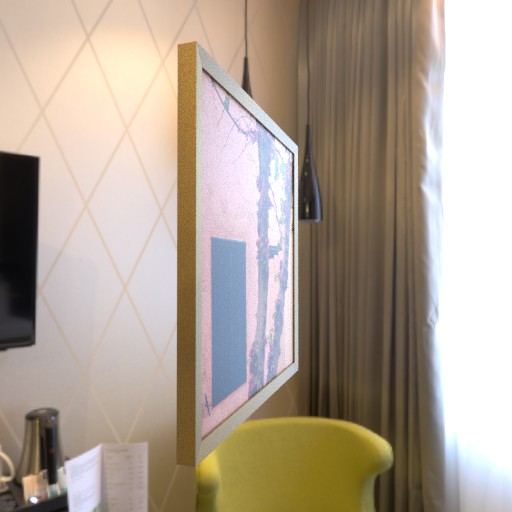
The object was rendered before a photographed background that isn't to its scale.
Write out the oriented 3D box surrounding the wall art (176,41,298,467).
[{"bbox_3d":[0.000,0.000,1.158,0.038,0.762,0.762,0,-1,19],"label":"wall art"}]
